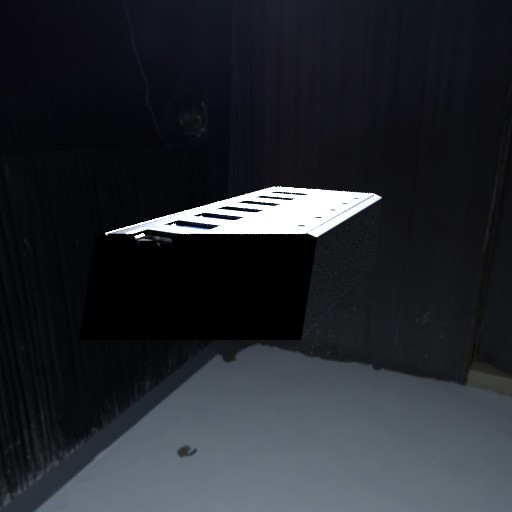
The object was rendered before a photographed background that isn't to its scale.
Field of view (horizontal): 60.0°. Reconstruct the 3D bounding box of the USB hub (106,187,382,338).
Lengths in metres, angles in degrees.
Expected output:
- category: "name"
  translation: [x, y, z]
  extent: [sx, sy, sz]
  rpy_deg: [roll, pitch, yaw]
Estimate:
- category: "USB hub"
  translation: [0.000, 0.000, 0.123]
  extent: [0.044, 0.023, 0.110]
  rpy_deg: [9, 19, 27]
